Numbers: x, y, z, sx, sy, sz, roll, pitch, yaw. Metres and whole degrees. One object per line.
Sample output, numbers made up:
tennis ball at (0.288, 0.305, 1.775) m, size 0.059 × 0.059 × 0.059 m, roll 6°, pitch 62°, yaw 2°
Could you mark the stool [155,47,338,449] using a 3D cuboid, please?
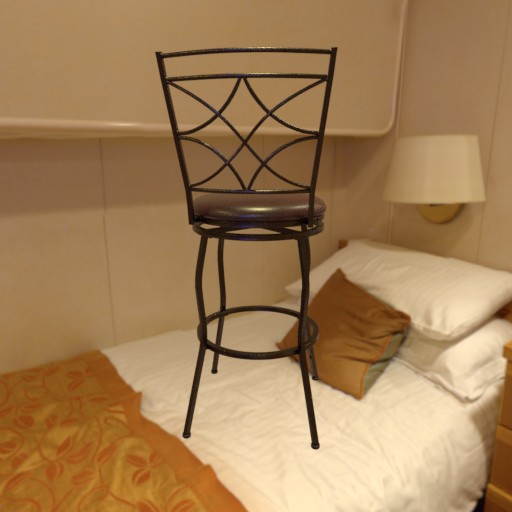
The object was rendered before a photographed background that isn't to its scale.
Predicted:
stool at (0.000, 0.000, 1.389) m, size 0.434 × 1.117 × 0.534 m, roll 2°, pitch 15°, yaw 7°
